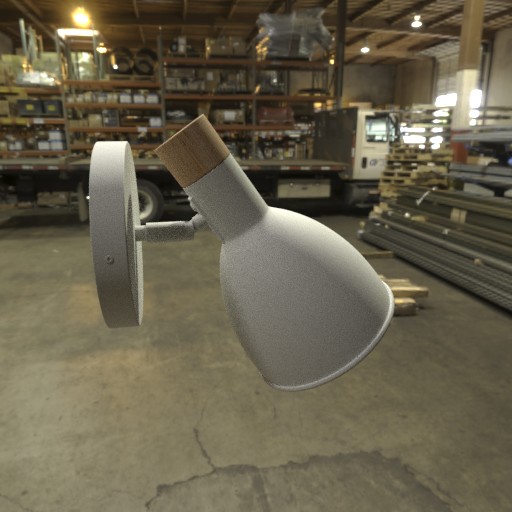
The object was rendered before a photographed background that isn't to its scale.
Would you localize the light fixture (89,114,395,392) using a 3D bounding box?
[{"bbox_3d":[0.000,0.000,0.327,0.209,0.199,0.127,-3,15,-11],"label":"light fixture"}]
